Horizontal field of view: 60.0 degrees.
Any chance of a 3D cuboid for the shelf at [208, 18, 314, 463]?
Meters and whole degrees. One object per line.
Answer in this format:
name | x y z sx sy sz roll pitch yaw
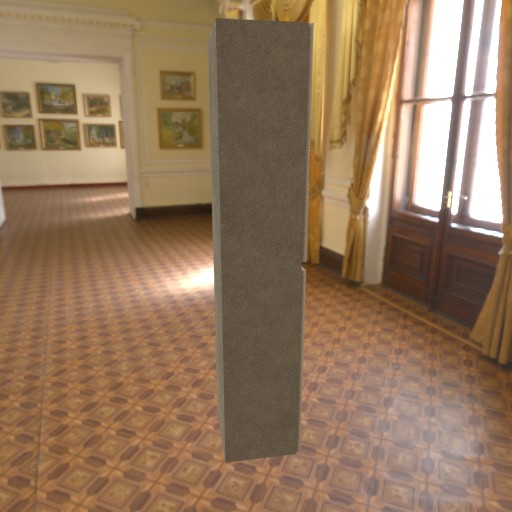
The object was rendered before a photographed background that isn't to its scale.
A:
shelf | 0.000 0.000 1.524 0.270 1.400 0.300 -3 16 -10
